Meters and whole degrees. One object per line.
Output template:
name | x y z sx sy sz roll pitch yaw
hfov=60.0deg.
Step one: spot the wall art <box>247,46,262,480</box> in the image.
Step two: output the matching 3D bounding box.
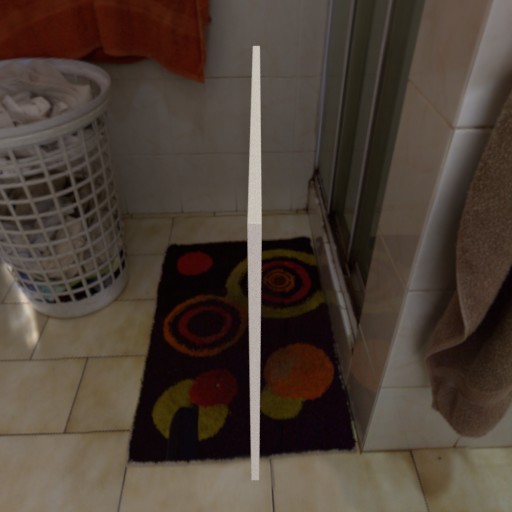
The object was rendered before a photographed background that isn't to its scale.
wall art | 0.000 0.000 0.828 0.015 0.577 0.572 0 41 0
